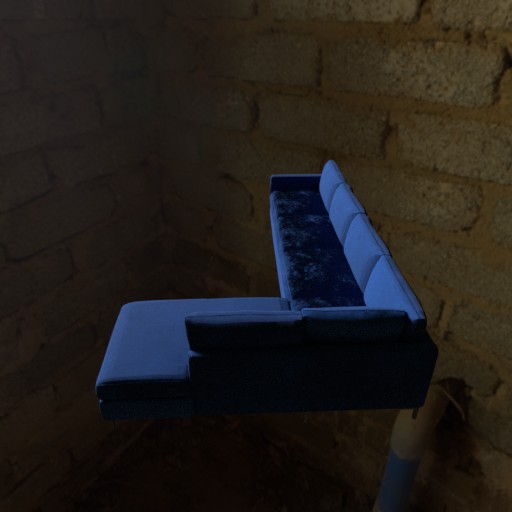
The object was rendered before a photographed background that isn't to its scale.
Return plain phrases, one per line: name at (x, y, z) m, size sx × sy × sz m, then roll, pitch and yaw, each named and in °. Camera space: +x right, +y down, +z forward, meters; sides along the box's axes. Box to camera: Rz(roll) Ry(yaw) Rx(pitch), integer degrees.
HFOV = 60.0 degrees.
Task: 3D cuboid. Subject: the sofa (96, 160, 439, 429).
sofa at (0.000, 0.000, 3.251) m, size 1.707 × 0.687 × 2.486 m, roll -1°, pitch 31°, yaw -2°
